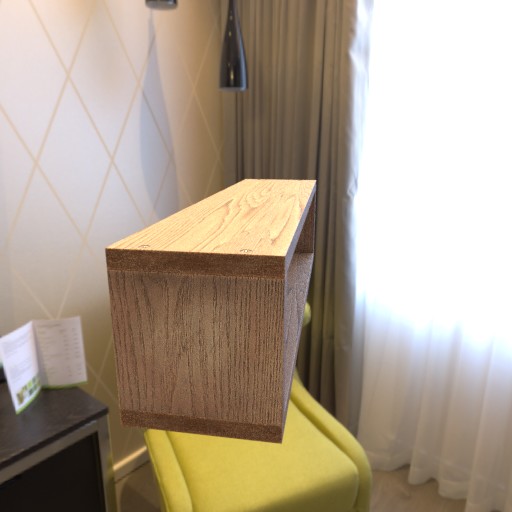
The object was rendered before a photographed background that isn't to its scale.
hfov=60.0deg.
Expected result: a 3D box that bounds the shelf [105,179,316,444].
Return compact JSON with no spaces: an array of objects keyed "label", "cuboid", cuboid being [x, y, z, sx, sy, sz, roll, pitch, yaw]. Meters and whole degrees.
[{"label":"shelf","cuboid":[0.000,0.000,0.666,0.150,0.170,0.610,3,15,9]}]
